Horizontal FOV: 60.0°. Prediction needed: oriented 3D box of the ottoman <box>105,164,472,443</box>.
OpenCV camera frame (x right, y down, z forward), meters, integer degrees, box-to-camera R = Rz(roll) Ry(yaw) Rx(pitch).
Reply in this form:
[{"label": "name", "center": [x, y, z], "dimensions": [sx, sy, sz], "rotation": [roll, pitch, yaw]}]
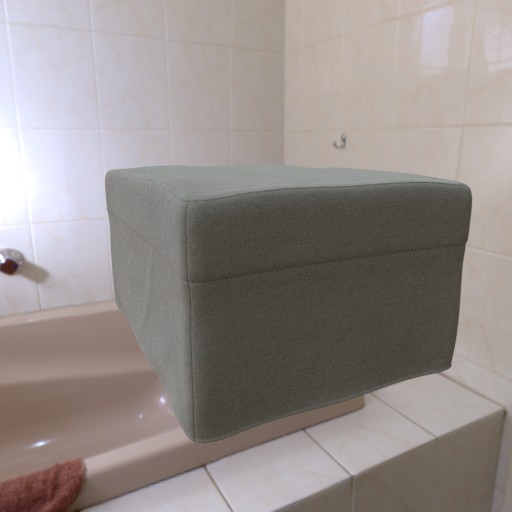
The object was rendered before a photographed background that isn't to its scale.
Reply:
[{"label": "ottoman", "center": [0.000, 0.000, 1.199], "dimensions": [0.648, 0.461, 0.833], "rotation": [-7, 16, -25]}]
